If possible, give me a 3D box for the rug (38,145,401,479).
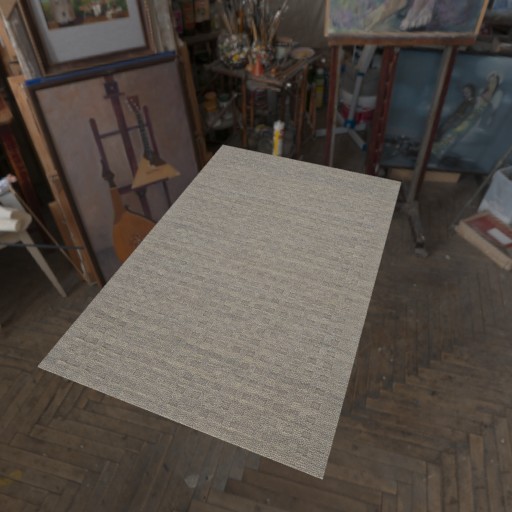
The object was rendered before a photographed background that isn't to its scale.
[{"bbox_3d":[0.000,0.000,2.158,1.142,0.006,1.752,15,47,15],"label":"rug"}]
